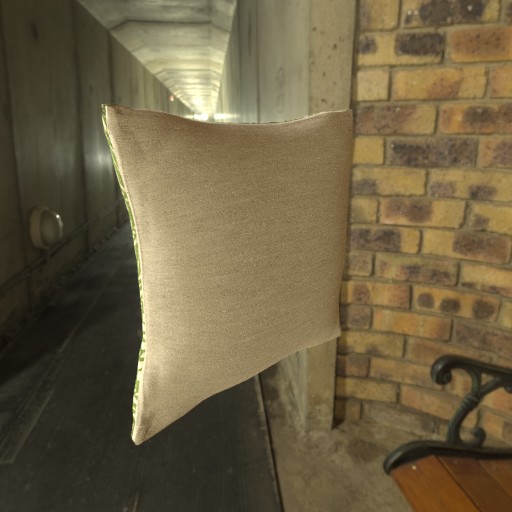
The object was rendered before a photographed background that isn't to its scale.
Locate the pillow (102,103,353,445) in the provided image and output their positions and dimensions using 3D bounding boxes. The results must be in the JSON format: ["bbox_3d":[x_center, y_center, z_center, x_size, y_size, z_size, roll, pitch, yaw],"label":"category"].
[{"bbox_3d":[0.000,0.000,0.655,0.440,0.419,0.162,-16,23,-41],"label":"pillow"}]
